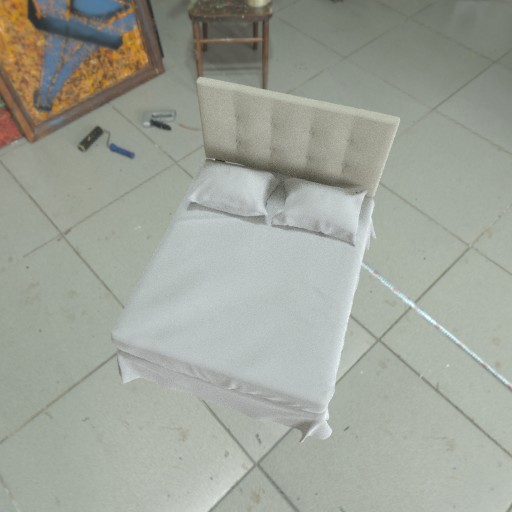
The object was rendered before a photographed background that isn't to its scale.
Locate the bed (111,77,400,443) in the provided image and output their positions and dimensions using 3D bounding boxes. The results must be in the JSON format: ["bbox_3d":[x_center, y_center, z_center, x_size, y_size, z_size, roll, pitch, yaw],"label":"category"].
[{"bbox_3d":[0.000,0.000,3.571,1.936,1.577,2.222,15,59,9],"label":"bed"}]
